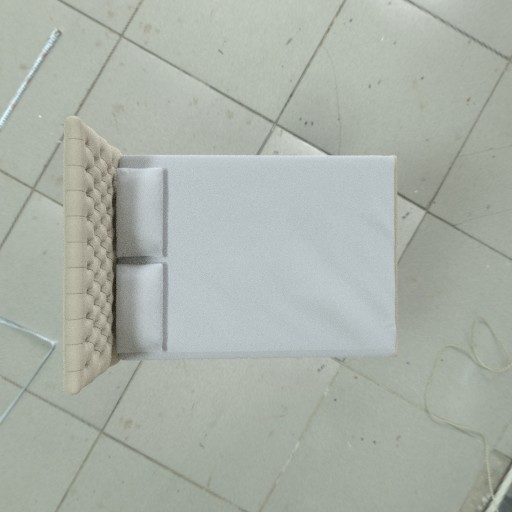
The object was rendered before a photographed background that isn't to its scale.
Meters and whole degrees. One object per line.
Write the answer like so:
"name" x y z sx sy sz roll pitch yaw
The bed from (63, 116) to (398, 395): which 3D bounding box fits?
"bed" 0.000 0.000 3.390 2.387 1.427 1.698 0 90 -1
